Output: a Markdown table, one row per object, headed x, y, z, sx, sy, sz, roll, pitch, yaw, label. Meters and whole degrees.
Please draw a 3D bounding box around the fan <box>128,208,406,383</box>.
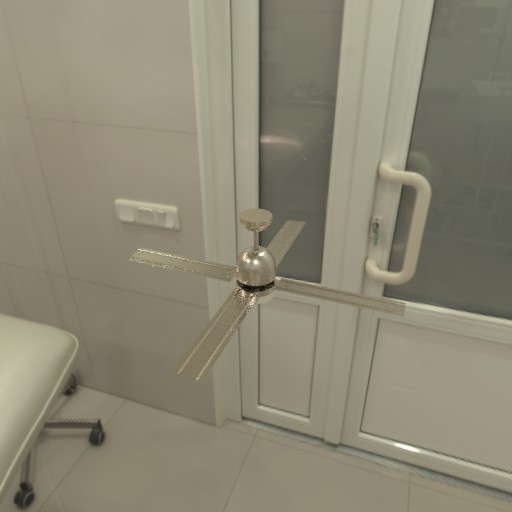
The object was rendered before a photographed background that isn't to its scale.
| x | y | z | sx | sy | sz | roll | pitch | yaw | label |
| --- | --- | --- | --- | --- | --- | --- | --- | --- | --- |
| 0.000 | 0.000 | 2.016 | 1.346 | 0.406 | 1.346 | 10 | 31 | 17 | fan |
